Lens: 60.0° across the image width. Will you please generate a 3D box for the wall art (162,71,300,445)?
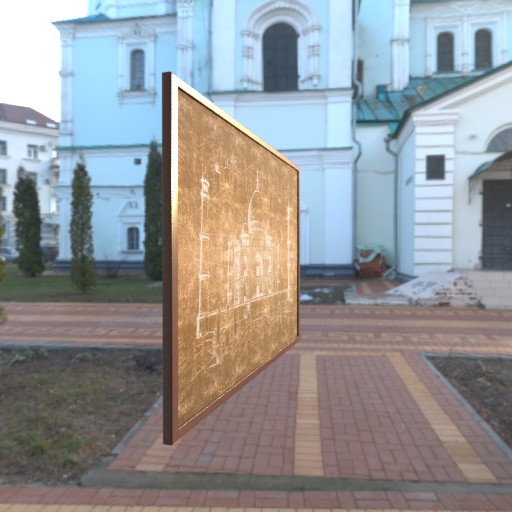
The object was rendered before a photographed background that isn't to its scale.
[{"bbox_3d":[0.000,0.000,0.852,0.014,0.455,0.660,0,1,19],"label":"wall art"}]
